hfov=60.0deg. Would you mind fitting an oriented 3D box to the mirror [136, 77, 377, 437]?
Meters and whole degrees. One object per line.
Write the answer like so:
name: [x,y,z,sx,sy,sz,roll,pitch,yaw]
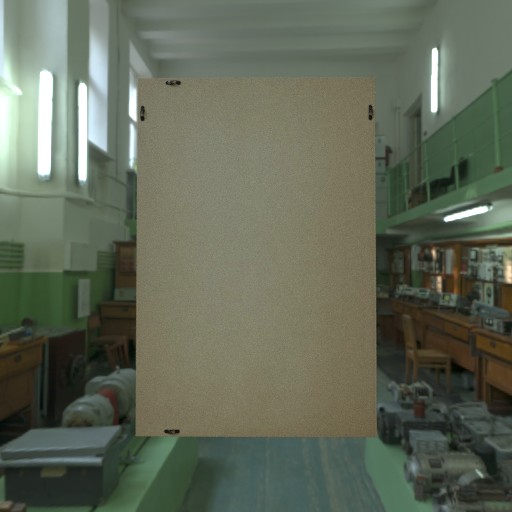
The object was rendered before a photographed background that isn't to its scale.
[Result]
mirror: [0.000,0.000,1.144,0.609,0.915,0.041,0,-1,1]
